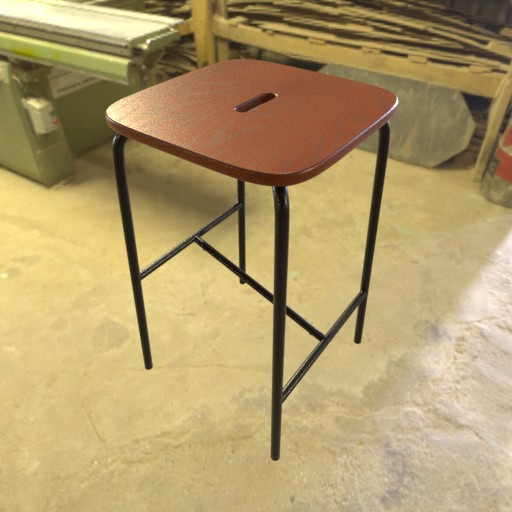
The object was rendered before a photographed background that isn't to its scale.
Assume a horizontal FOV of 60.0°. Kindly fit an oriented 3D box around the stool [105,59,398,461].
[{"bbox_3d":[0.000,0.000,0.869,0.376,0.610,0.376,25,46,27],"label":"stool"}]
